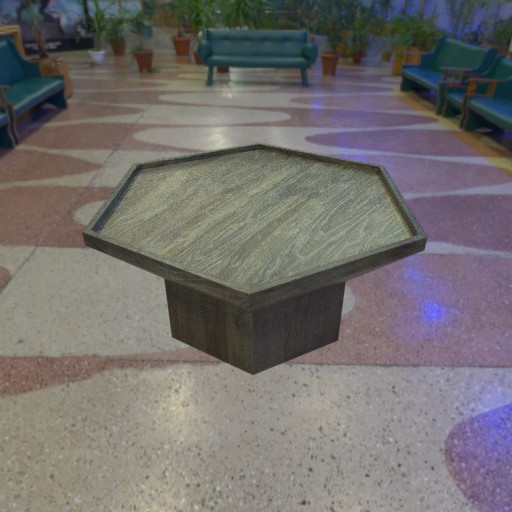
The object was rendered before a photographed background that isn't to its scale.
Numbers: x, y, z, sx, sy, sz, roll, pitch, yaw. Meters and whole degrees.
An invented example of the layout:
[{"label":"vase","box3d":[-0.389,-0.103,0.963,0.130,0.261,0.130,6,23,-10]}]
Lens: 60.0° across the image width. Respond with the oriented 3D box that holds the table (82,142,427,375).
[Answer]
[{"label":"table","box3d":[0.000,0.000,1.602,0.966,0.488,1.115,1,32,1]}]
